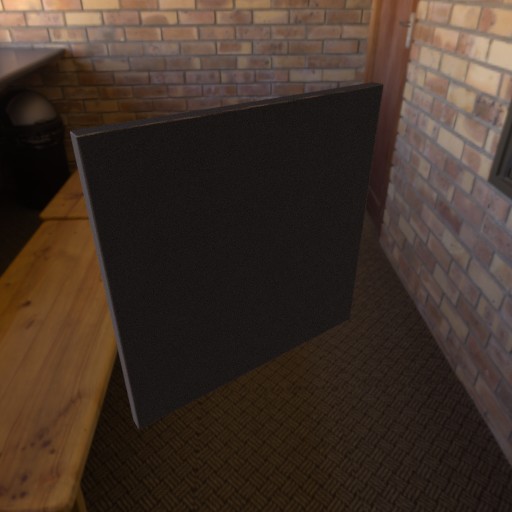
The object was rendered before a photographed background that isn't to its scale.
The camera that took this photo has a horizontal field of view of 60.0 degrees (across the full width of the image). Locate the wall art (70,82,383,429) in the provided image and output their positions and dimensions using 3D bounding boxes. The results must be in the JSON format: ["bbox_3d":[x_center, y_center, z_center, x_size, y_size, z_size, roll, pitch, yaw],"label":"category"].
[{"bbox_3d":[0.000,0.000,0.454,0.304,0.303,0.015,-20,37,-29],"label":"wall art"}]
